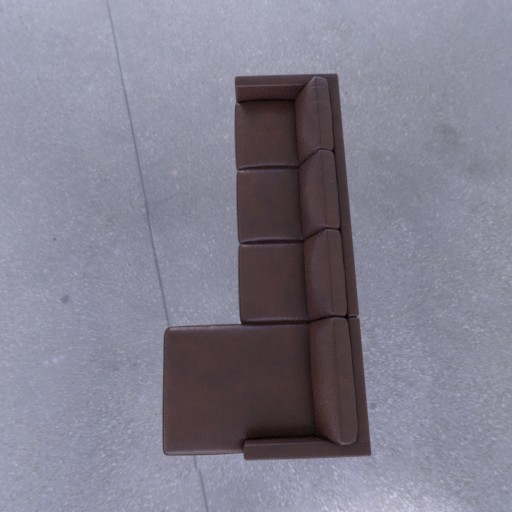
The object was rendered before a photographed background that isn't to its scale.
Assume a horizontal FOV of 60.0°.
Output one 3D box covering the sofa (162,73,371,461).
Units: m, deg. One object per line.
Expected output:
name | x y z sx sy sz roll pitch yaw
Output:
sofa | 0.000 0.000 3.878 1.581 0.883 3.203 -2 76 0
